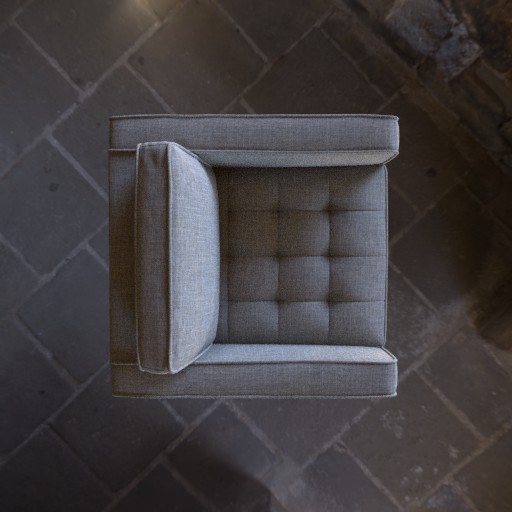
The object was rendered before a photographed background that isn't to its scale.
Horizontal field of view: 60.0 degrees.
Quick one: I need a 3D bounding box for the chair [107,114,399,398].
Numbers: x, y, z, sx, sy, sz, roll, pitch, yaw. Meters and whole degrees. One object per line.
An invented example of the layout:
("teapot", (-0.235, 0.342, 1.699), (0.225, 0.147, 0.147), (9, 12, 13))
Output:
("chair", (0.000, 0.000, 1.556), (0.914, 0.765, 0.889), (0, 91, 0))
